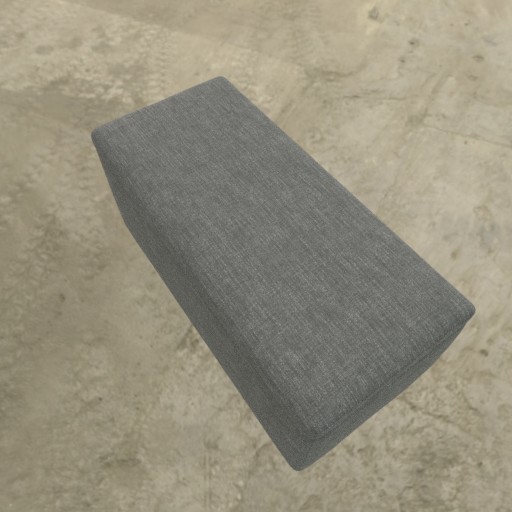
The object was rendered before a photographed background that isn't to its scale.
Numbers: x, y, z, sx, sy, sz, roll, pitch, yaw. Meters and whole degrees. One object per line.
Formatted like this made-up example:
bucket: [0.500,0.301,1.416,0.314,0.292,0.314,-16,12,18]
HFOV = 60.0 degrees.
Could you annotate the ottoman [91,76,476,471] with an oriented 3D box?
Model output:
ottoman: [0.000,0.000,1.114,0.419,0.432,0.902,-30,61,-19]
